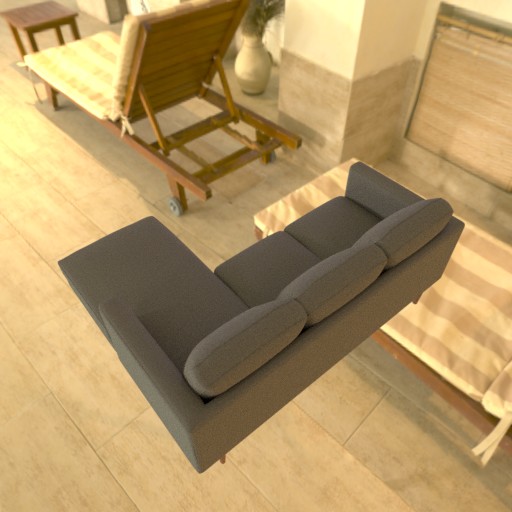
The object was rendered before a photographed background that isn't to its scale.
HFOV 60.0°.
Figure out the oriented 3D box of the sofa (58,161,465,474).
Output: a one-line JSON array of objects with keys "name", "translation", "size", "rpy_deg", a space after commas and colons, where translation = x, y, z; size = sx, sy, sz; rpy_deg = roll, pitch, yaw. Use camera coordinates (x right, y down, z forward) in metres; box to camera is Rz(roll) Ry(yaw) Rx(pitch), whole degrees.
[{"name": "sofa", "translation": [0.000, 0.000, 2.863], "size": [2.031, 0.897, 1.591], "rpy_deg": [-31, 54, -26]}]
